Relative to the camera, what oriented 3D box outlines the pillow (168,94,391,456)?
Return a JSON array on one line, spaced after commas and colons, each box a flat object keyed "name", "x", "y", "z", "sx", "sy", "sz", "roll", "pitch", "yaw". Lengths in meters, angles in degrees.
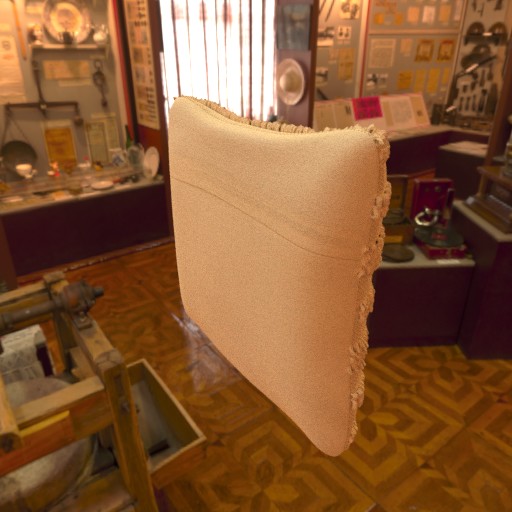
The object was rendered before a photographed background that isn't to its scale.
[{"name": "pillow", "x": 0.000, "y": 0.000, "z": 0.654, "sx": 0.145, "sy": 0.427, "sz": 0.437, "roll": -17, "pitch": 31, "yaw": -31}]
